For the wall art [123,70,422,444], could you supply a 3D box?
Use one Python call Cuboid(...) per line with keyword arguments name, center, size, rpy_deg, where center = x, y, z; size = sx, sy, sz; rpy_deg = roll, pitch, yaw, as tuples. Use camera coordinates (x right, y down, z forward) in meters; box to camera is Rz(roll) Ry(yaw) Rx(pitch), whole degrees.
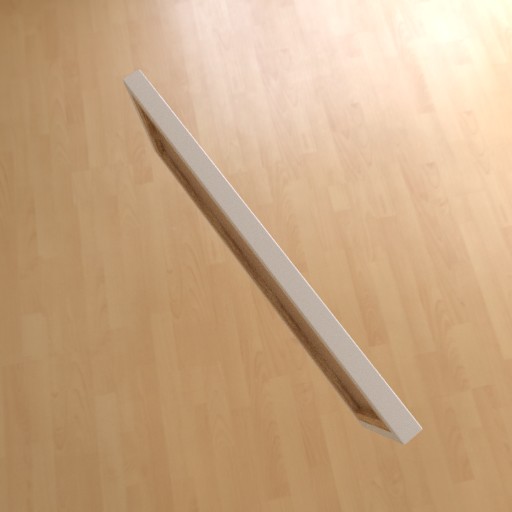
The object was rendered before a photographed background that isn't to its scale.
Cuboid(name="wall art", center=(0.000, 0.000, 0.844), size=(0.038, 0.255, 0.763), rpy_deg=(-35, 77, -9))
